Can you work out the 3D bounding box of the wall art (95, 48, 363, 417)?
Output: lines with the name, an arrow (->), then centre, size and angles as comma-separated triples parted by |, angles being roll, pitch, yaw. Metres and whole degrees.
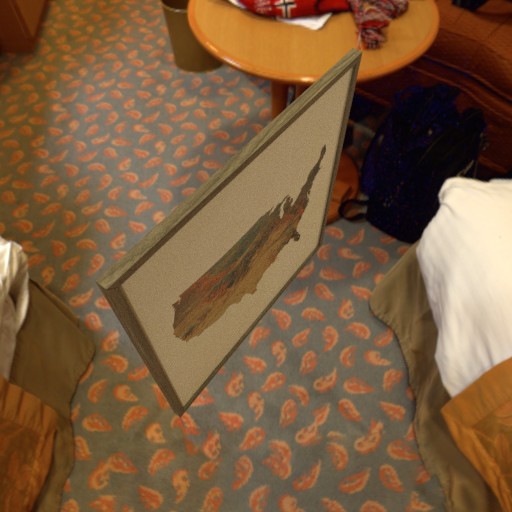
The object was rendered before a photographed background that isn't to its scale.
wall art -> 0.000, 0.000, 0.760 | 0.016, 0.507, 0.508 | 32, 62, 19
